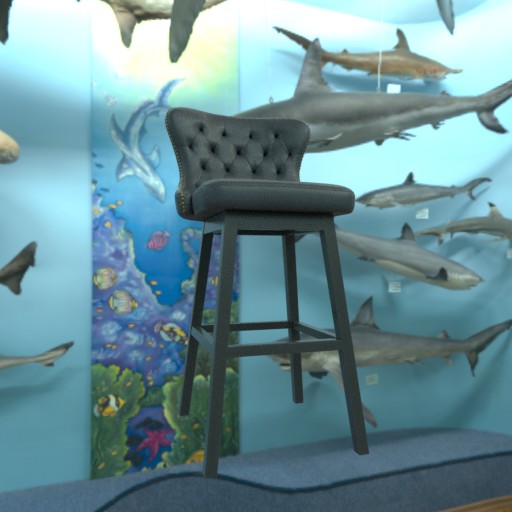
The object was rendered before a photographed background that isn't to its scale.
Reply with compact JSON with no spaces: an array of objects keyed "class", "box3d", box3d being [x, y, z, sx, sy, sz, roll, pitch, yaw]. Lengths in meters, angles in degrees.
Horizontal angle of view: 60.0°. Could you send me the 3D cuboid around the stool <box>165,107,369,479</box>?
[{"class":"stool","box3d":[0.000,0.000,1.396,0.528,1.050,0.601,0,0,-17]}]
